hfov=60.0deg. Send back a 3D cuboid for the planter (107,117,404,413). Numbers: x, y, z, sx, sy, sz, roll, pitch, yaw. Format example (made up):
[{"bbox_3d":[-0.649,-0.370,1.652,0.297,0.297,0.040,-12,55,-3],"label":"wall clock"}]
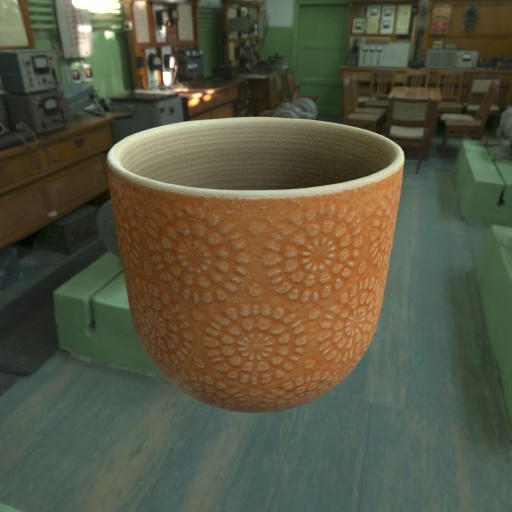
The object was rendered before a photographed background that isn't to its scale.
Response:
[{"bbox_3d":[0.000,0.000,0.287,0.170,0.152,0.170,0,28,0],"label":"planter"}]
